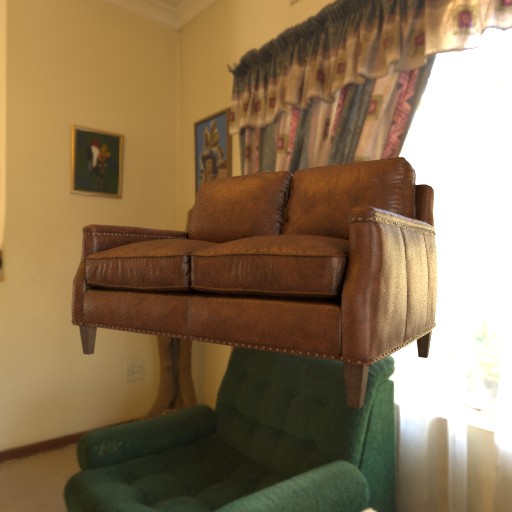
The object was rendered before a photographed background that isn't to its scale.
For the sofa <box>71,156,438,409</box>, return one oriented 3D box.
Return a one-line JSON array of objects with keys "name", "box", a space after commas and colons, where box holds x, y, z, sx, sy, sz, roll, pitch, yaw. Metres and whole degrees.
[{"name": "sofa", "box": [0.000, 0.000, 2.264, 1.628, 1.003, 1.083, 0, 0, 34]}]
